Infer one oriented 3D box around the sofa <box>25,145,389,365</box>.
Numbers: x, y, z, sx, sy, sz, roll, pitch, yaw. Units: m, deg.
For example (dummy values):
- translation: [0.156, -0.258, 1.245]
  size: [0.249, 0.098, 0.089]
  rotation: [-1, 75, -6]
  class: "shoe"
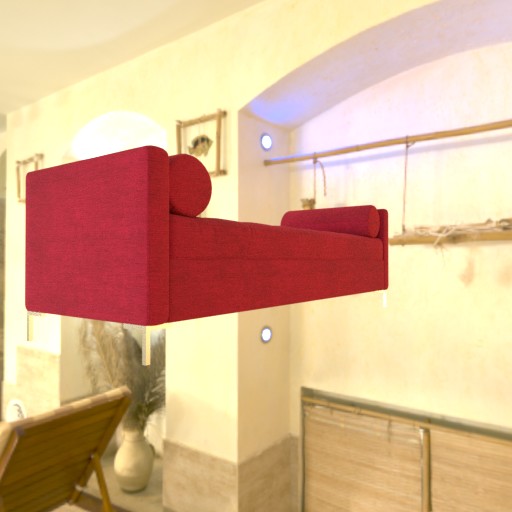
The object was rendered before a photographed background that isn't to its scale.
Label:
- translation: [0.000, 0.000, 2.233]
  size: [0.686, 0.635, 1.981]
  rotation: [0, -1, 36]
  class: "sofa"
